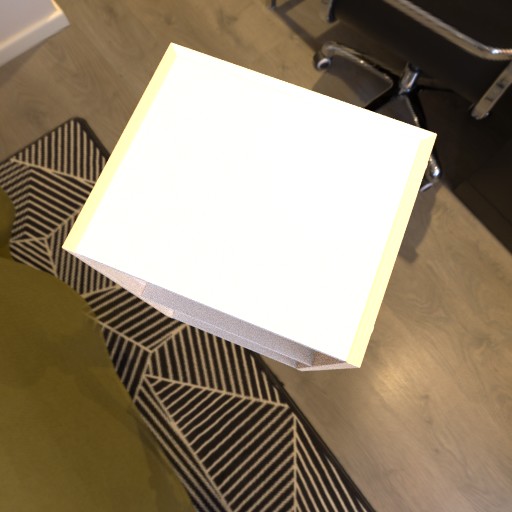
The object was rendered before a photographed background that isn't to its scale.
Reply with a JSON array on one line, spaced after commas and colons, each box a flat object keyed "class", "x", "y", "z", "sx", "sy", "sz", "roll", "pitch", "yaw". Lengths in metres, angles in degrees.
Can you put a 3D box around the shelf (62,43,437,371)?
[{"class": "shelf", "x": 0.000, "y": 0.000, "z": 0.798, "sx": 0.350, "sy": 0.600, "sz": 0.290, "roll": 21, "pitch": 76, "yaw": 5}]
